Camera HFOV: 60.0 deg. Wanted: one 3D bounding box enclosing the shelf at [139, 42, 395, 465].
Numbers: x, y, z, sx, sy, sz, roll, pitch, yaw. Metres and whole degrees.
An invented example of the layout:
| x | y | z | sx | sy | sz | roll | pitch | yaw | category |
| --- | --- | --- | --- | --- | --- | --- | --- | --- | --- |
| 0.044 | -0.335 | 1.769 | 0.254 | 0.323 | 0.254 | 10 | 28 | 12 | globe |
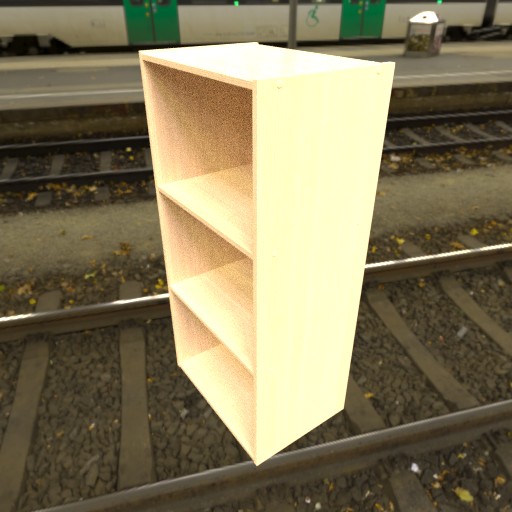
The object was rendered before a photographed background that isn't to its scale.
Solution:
| x | y | z | sx | sy | sz | roll | pitch | yaw | category |
| --- | --- | --- | --- | --- | --- | --- | --- | --- | --- |
| 0.000 | 0.000 | 1.059 | 0.292 | 0.876 | 0.417 | -20 | 37 | -30 | shelf |
